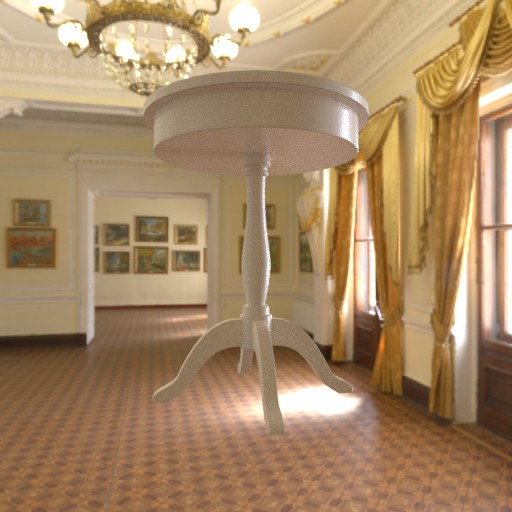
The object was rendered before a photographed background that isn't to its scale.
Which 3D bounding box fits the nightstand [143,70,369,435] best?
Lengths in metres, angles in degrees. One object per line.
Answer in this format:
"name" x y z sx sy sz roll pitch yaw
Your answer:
"nightstand" 0.000 0.000 1.036 0.513 0.653 0.513 0 -1 0
